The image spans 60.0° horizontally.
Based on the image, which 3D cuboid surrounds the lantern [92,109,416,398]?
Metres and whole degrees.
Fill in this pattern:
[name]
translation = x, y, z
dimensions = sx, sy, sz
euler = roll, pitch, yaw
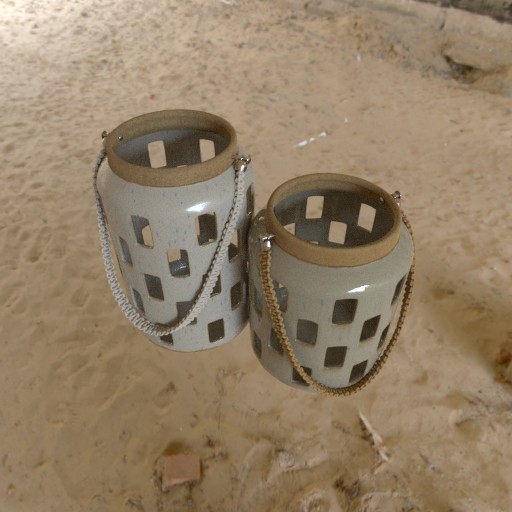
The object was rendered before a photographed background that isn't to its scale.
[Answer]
[lantern]
translation = 0.000, 0.000, 0.497
dimensions = 0.347, 0.255, 0.184
euler = 13, 44, 14
